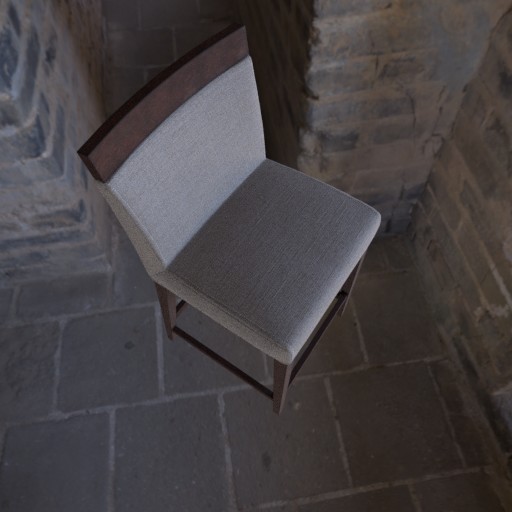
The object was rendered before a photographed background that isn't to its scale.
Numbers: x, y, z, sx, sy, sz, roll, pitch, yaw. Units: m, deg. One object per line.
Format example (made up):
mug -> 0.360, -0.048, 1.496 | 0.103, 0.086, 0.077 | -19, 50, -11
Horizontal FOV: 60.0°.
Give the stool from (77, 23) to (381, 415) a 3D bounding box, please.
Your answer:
stool -> 0.000, 0.000, 1.296 | 0.531, 1.009, 0.512 | 30, 63, 17
